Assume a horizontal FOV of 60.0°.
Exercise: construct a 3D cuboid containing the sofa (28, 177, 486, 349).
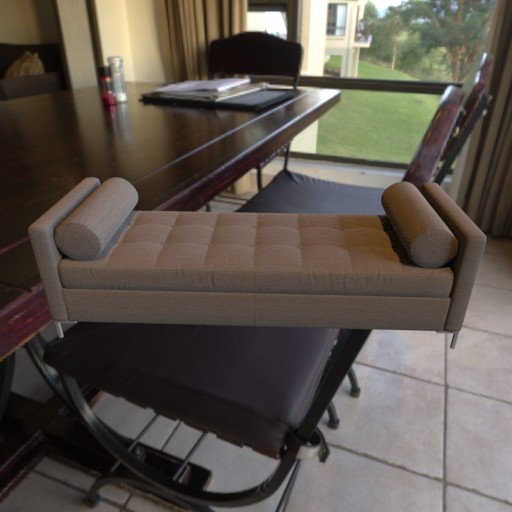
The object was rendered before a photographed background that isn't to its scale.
[{"bbox_3d":[0.000,0.000,2.336,1.981,0.635,0.686,1,29,2],"label":"sofa"}]
